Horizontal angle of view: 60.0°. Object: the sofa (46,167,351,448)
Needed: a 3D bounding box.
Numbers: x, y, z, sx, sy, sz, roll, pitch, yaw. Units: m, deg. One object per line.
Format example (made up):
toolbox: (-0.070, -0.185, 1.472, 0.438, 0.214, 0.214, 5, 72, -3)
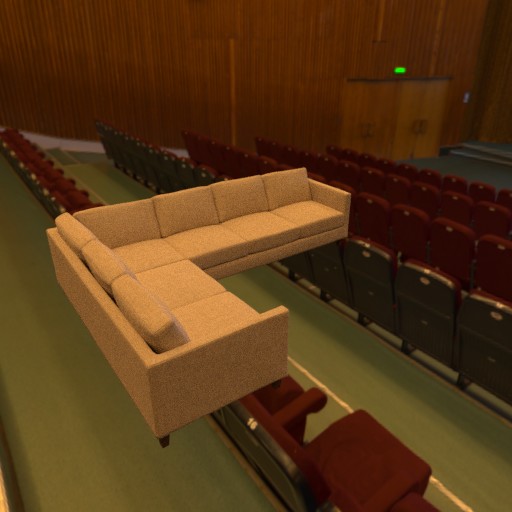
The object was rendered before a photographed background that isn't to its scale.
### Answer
sofa: (0.000, 0.000, 4.238, 3.182, 0.863, 2.432, -17, 31, -32)
